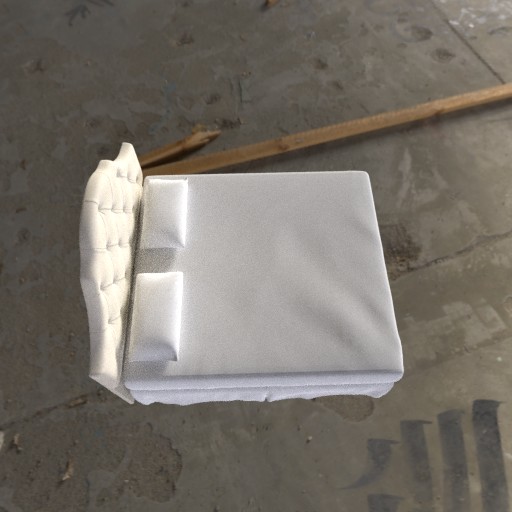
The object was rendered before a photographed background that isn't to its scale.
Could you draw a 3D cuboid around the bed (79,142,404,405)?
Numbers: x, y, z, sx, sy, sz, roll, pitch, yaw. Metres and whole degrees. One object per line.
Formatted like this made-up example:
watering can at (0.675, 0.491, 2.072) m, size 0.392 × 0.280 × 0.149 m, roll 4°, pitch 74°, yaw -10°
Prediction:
bed at (0.000, 0.000, 3.542) m, size 2.214 × 1.615 × 2.008 m, roll -1°, pitch 63°, yaw -1°
